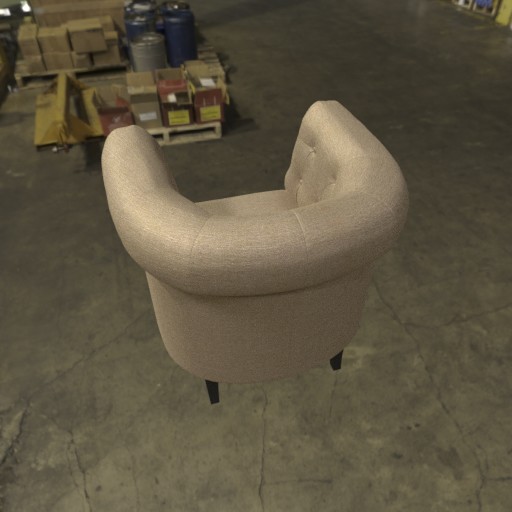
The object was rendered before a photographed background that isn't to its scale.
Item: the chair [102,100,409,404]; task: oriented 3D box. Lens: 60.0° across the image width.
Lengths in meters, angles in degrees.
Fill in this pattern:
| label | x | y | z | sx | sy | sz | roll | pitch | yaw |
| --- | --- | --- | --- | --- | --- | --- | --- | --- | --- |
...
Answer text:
| label | x | y | z | sx | sy | sz | roll | pitch | yaw |
| --- | --- | --- | --- | --- | --- | --- | --- | --- | --- |
| chair | 0.000 | 0.000 | 1.584 | 0.905 | 0.827 | 0.852 | -12 | 43 | -13 |
